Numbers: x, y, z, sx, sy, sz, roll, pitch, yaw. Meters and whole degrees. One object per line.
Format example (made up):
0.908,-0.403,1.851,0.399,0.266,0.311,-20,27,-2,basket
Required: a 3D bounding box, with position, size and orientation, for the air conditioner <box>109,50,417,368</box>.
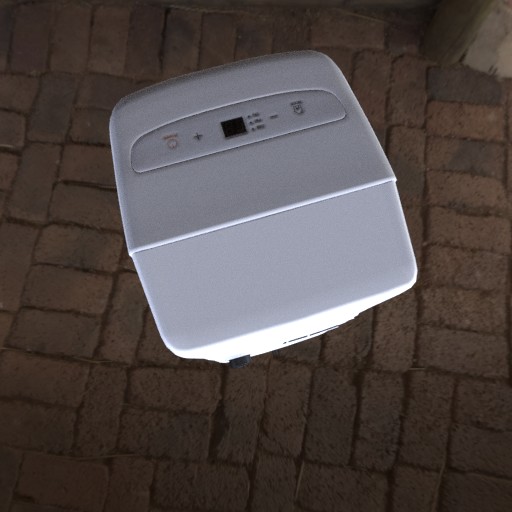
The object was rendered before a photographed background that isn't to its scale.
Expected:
0.000,0.000,0.779,0.304,0.606,0.349,-16,75,-4,air conditioner
